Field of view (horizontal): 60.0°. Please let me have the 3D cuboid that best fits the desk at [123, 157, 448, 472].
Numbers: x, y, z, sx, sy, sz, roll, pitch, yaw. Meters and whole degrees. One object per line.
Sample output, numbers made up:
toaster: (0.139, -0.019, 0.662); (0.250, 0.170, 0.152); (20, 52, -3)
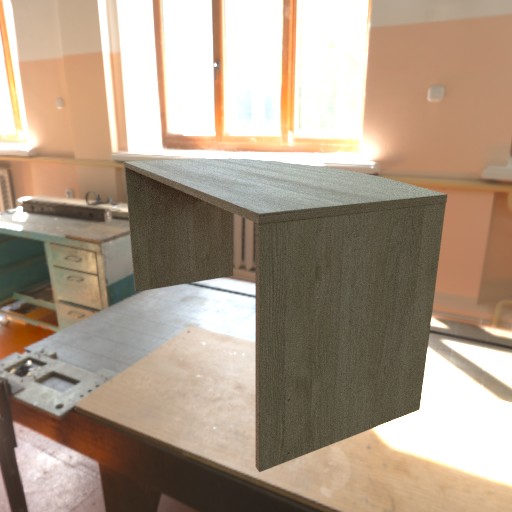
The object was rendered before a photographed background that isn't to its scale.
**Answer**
desk: (0.000, 0.000, 2.013); (0.802, 0.752, 1.600); (-8, 19, -26)
